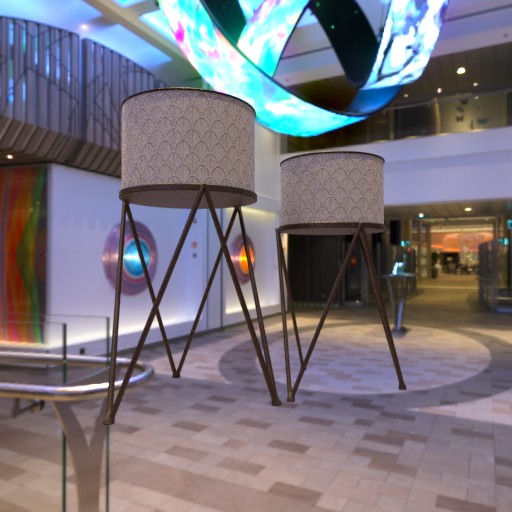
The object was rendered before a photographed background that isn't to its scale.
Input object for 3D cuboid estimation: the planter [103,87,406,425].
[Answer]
[{"bbox_3d":[0.000,0.000,1.185,0.769,0.712,0.413,0,-1,-18],"label":"planter"}]
